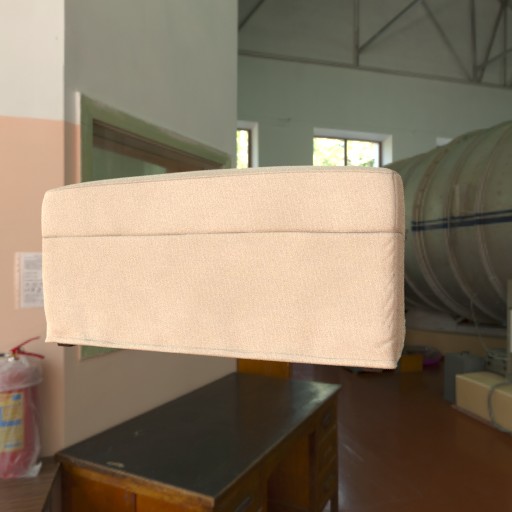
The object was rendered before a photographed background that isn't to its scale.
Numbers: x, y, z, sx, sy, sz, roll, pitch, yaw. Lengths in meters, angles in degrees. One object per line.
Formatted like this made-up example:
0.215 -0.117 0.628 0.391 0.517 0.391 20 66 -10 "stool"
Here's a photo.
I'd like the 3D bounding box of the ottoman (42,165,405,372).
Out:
0.000 0.000 1.319 0.843 0.441 0.842 0 0 19 "ottoman"
